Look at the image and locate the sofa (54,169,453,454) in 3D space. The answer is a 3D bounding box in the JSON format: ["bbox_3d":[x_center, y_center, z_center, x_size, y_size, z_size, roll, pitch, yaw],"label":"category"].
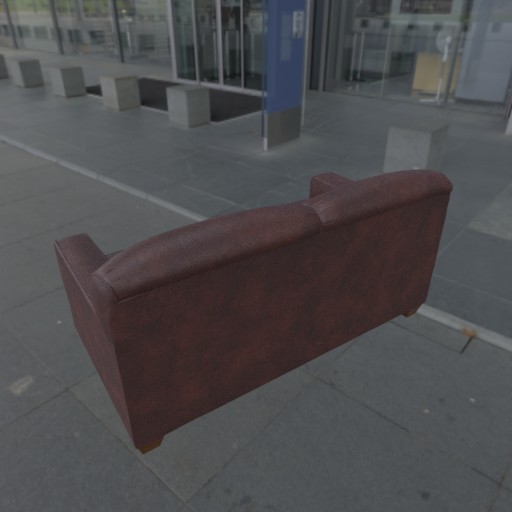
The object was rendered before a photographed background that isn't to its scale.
[{"bbox_3d":[0.000,0.000,2.390,1.856,0.966,1.000,-19,35,-29],"label":"sofa"}]
